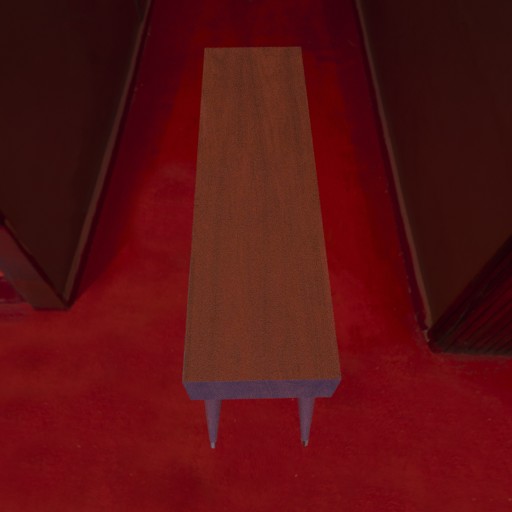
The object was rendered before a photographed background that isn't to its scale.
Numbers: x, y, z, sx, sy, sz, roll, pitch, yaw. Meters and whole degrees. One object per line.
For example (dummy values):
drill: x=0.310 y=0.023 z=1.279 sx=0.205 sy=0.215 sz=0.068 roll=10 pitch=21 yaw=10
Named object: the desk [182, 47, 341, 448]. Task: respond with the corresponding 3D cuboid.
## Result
desk: x=0.000 y=0.000 z=1.666 sx=0.384 sy=0.917 sz=1.204 roll=-1 pitch=58 yaw=-1
